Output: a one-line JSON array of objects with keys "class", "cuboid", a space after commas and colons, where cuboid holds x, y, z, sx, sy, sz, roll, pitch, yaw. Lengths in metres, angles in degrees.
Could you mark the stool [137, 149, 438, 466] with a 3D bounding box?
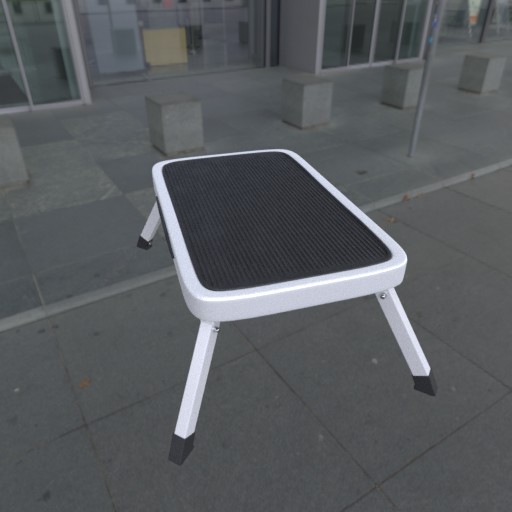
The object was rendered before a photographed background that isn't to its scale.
[{"class": "stool", "cuboid": [0.000, 0.000, 0.623, 0.320, 0.170, 0.460, -9, 34, -14]}]
